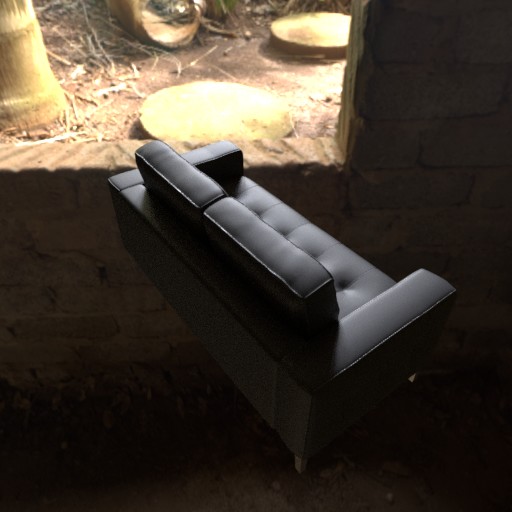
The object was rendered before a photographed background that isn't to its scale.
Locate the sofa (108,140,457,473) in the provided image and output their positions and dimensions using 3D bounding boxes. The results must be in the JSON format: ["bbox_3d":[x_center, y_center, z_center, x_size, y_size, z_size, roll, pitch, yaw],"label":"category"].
[{"bbox_3d":[0.000,0.000,2.250,0.833,0.893,1.726,-26,47,-27],"label":"sofa"}]
